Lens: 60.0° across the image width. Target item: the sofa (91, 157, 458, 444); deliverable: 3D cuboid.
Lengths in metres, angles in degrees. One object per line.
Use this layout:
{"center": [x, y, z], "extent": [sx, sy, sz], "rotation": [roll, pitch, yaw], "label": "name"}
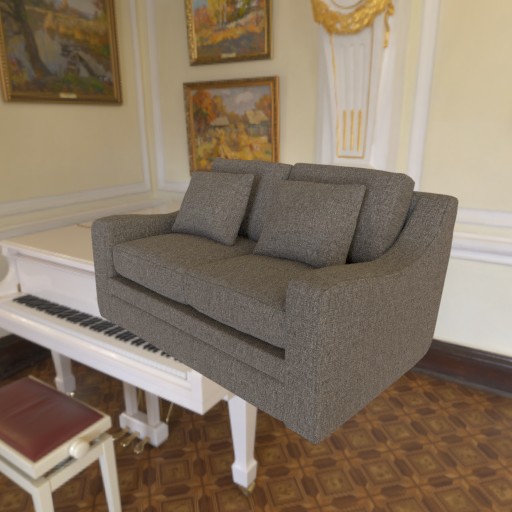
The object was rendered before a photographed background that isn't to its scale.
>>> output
{"center": [0.000, 0.000, 2.473], "extent": [1.778, 0.991, 1.120], "rotation": [16, 23, 42], "label": "sofa"}
